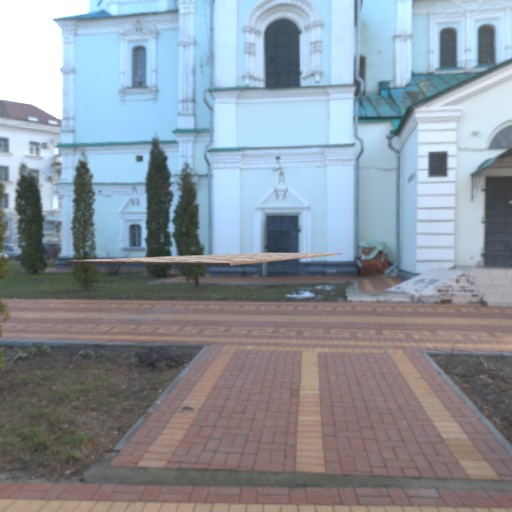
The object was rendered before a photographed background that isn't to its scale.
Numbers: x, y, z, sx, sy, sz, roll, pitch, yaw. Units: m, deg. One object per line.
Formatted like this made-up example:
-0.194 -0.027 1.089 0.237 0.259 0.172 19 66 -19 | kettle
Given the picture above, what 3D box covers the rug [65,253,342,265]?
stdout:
0.000 0.000 2.715 0.685 0.013 2.437 0 1 20 | rug
